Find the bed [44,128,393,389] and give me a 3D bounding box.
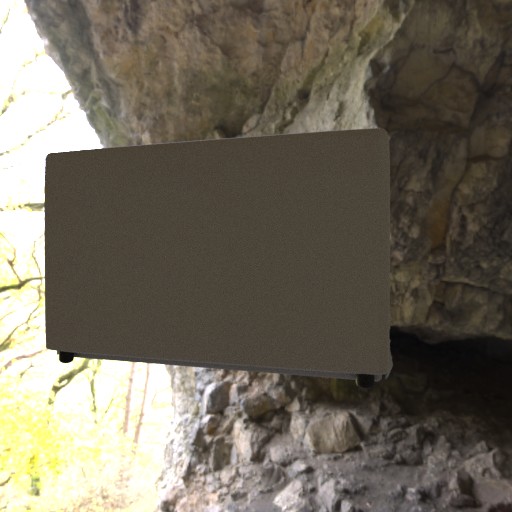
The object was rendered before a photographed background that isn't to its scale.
[{"bbox_3d":[0.000,0.000,3.553,2.119,1.317,2.341,0,1,16],"label":"bed"}]
